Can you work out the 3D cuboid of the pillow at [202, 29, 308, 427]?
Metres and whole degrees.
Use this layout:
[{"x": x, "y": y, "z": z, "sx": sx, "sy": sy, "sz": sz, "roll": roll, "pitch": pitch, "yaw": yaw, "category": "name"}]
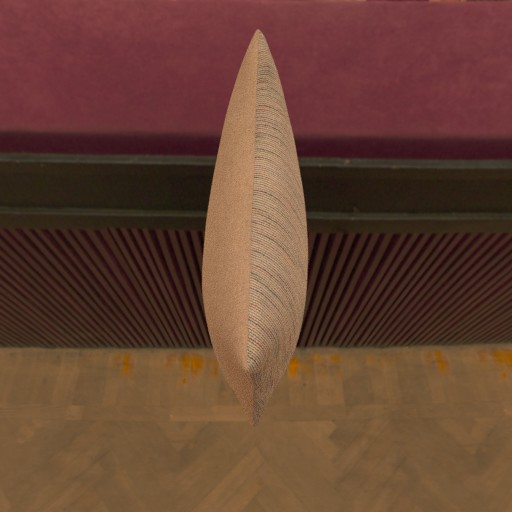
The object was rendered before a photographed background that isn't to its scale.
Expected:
[{"x": 0.000, "y": 0.000, "z": 0.769, "sx": 0.178, "sy": 0.506, "sz": 0.512, "roll": 1, "pitch": 64, "yaw": 1, "category": "pillow"}]
